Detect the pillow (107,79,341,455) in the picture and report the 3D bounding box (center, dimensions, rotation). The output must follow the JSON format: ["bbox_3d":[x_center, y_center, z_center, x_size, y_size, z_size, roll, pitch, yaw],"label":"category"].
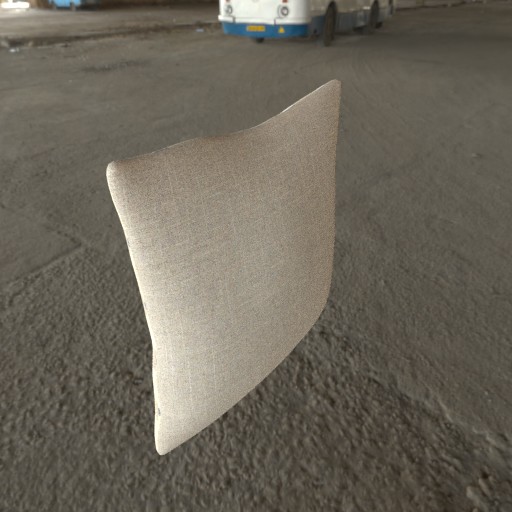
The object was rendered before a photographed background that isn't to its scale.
[{"bbox_3d":[0.000,0.000,0.842,0.192,0.558,0.578,22,38,31],"label":"pillow"}]
